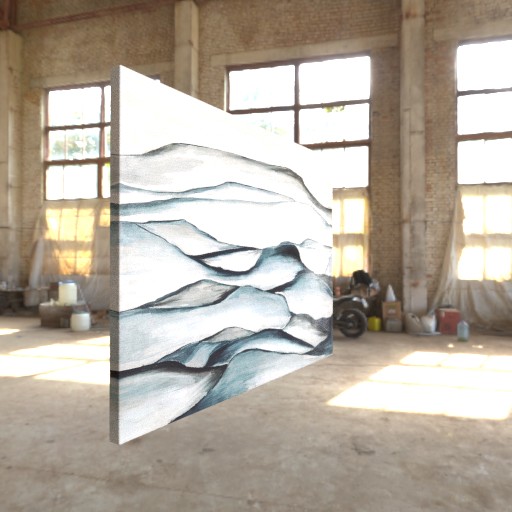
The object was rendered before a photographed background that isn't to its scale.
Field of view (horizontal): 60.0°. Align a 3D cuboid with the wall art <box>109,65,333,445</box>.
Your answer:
[{"bbox_3d":[0.000,0.000,1.576,0.039,0.915,1.219,0,-1,34],"label":"wall art"}]
